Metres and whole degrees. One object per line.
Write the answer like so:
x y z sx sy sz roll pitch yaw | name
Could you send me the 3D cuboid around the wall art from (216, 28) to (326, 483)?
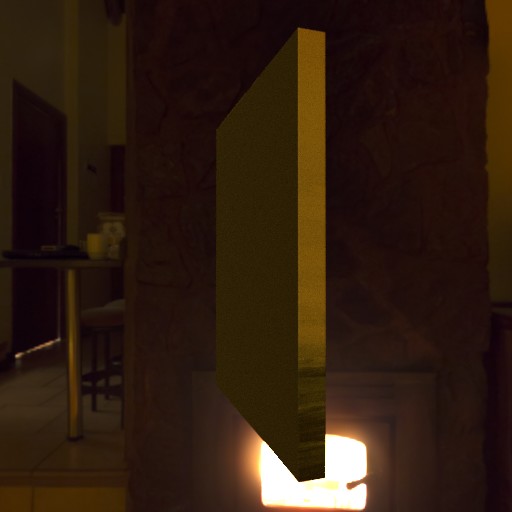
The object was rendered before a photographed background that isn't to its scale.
0.000 0.000 0.831 0.040 0.608 0.489 0 -1 -18 | wall art
